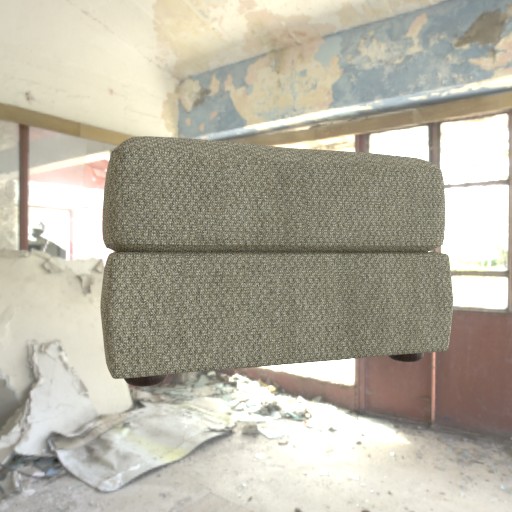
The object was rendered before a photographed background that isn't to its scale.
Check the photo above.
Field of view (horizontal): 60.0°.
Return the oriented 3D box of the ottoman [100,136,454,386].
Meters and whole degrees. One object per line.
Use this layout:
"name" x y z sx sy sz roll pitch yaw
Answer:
"ottoman" 0.000 0.000 1.137 0.751 0.476 0.603 0 1 -18
